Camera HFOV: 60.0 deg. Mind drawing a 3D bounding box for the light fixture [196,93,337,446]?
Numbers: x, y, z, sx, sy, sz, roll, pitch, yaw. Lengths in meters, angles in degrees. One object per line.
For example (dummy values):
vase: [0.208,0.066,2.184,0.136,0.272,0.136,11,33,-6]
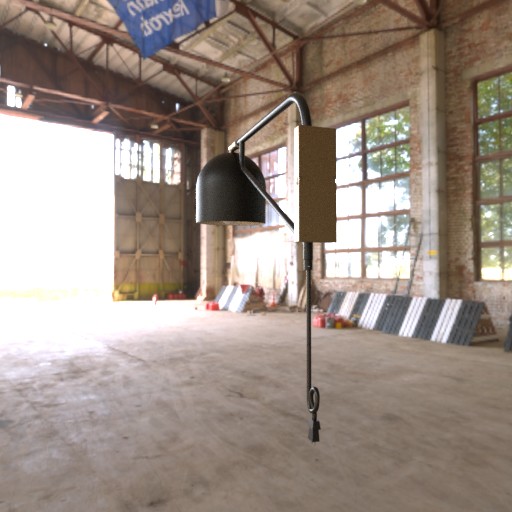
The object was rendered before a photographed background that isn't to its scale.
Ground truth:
light fixture: [0.000,0.000,1.121,0.215,0.696,0.720,0,-2,-18]
